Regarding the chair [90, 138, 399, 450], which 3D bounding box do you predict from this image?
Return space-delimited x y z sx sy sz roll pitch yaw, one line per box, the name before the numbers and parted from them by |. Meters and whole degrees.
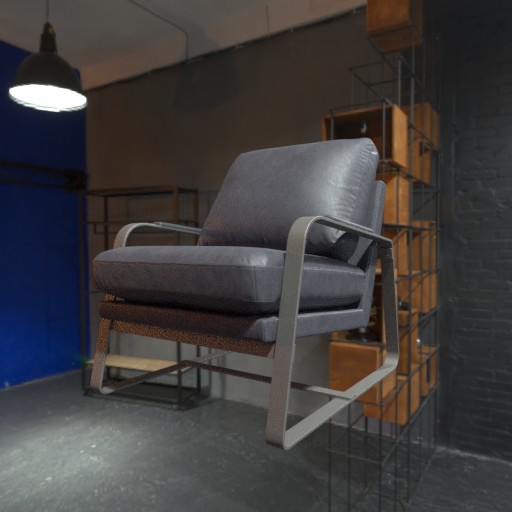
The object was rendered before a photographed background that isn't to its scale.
chair | 0.000 0.000 1.478 0.692 0.839 0.878 1 2 35
